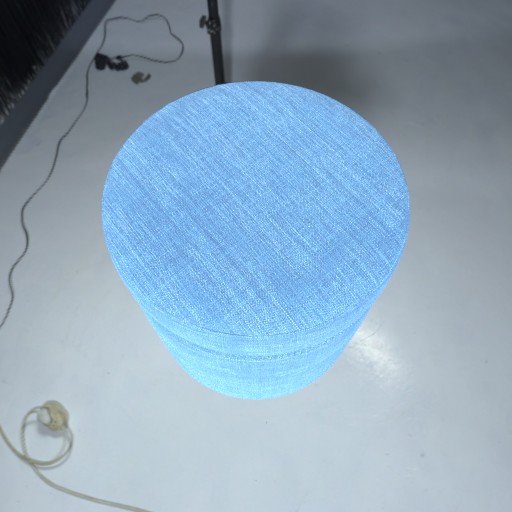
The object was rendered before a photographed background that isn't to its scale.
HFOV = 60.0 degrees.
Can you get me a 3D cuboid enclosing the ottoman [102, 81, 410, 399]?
[{"bbox_3d":[0.000,0.000,0.731,0.398,0.406,0.398,0,63,0],"label":"ottoman"}]
